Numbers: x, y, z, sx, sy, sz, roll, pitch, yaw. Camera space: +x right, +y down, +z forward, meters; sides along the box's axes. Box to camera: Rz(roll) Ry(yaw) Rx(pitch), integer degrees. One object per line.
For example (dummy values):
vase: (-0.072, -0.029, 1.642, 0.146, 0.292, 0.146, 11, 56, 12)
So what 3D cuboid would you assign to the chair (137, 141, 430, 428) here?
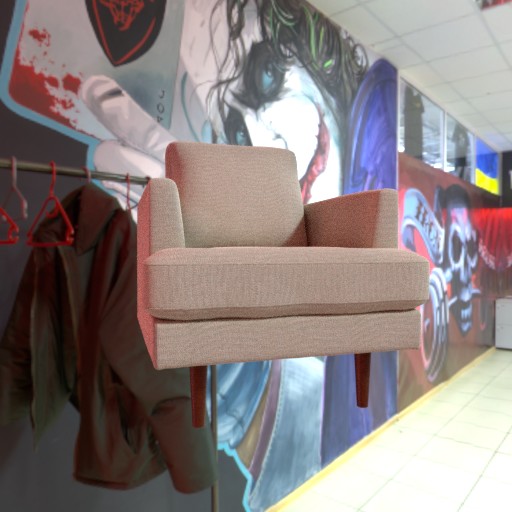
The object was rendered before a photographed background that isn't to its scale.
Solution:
chair: (0.000, 0.000, 1.635, 0.858, 0.957, 0.899, 0, 1, -17)
